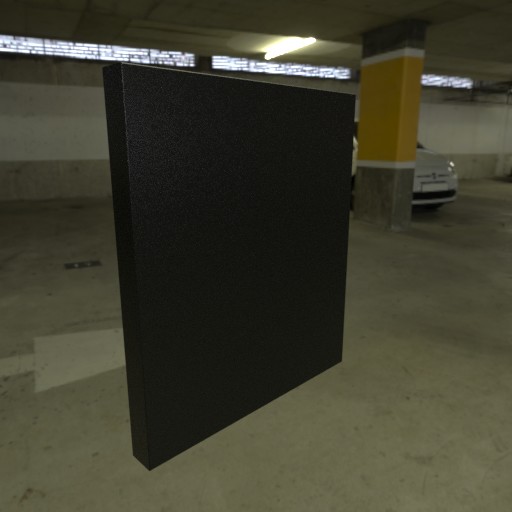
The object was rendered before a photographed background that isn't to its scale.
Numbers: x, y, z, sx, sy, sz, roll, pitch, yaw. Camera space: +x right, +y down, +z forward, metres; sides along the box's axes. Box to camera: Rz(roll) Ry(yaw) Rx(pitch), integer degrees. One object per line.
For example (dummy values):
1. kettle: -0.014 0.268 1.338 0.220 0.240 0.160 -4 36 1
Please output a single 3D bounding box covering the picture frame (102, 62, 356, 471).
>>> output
1. picture frame: 0.000 0.000 0.517 0.328 0.378 0.034 -13 19 -43
